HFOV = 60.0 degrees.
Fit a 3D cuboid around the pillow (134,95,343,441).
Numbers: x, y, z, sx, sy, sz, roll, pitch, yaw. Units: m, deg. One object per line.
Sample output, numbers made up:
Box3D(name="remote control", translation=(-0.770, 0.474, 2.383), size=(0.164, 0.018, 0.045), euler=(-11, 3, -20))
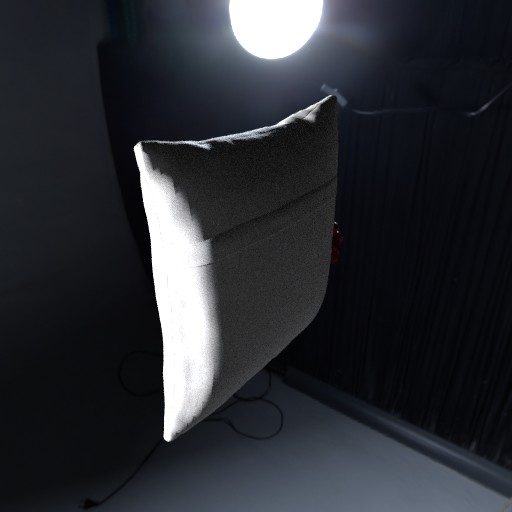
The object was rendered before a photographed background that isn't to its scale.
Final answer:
Box3D(name="pillow", translation=(0.000, 0.000, 0.696), size=(0.173, 0.436, 0.433), euler=(18, 32, 31))
